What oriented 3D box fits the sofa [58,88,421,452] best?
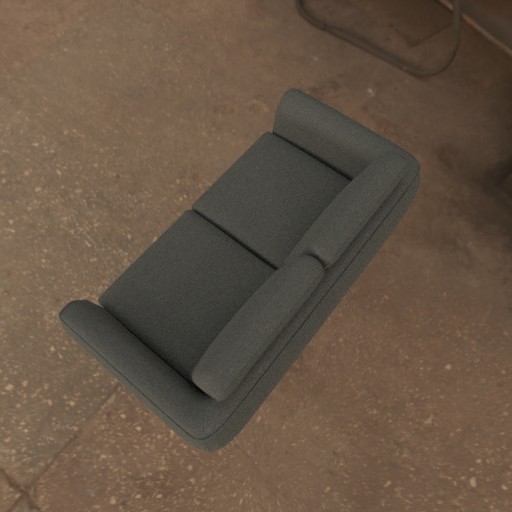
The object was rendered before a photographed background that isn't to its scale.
[{"bbox_3d":[0.000,0.000,2.212,0.920,0.850,1.700,36,70,15],"label":"sofa"}]
